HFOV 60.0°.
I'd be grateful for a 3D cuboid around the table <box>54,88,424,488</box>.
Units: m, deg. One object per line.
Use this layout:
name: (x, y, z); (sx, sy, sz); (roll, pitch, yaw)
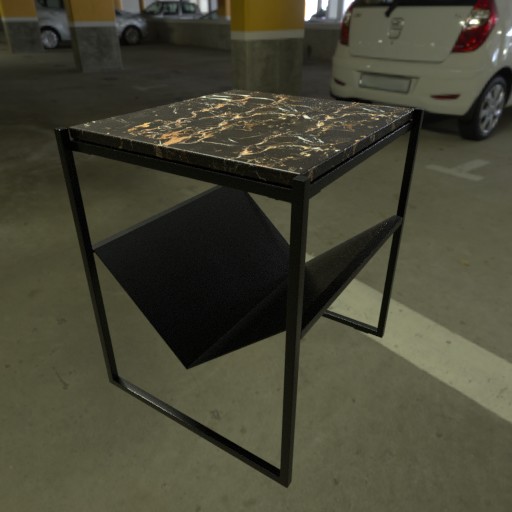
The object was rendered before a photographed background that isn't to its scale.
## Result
table: (0.000, 0.000, 0.873); (0.432, 0.534, 0.469); (18, 34, 29)
